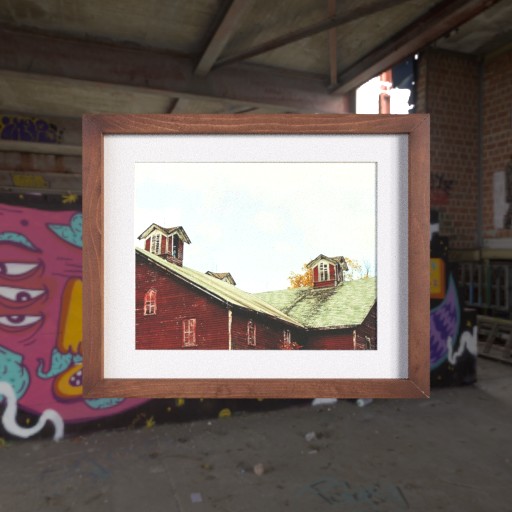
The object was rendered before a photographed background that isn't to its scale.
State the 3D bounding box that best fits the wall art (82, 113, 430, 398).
[{"bbox_3d":[0.000,0.000,0.526,0.401,0.328,0.030,0,0,0],"label":"wall art"}]
